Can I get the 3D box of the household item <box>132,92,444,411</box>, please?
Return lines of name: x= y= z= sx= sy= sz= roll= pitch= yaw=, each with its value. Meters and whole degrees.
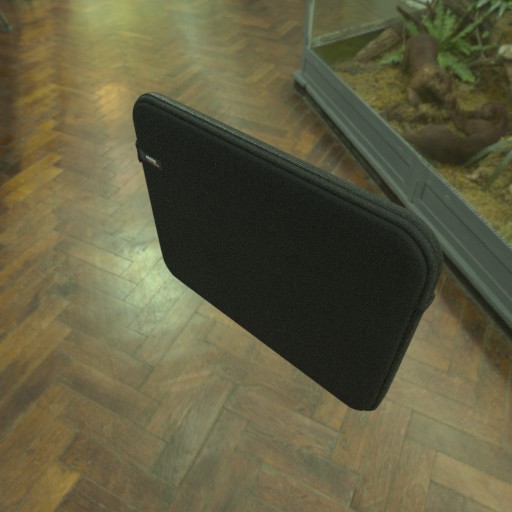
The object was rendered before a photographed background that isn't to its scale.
household item: x=0.000 y=0.000 z=0.522 sx=0.396 sy=0.305 sz=0.030 roll=32 pitch=54 yaw=27
